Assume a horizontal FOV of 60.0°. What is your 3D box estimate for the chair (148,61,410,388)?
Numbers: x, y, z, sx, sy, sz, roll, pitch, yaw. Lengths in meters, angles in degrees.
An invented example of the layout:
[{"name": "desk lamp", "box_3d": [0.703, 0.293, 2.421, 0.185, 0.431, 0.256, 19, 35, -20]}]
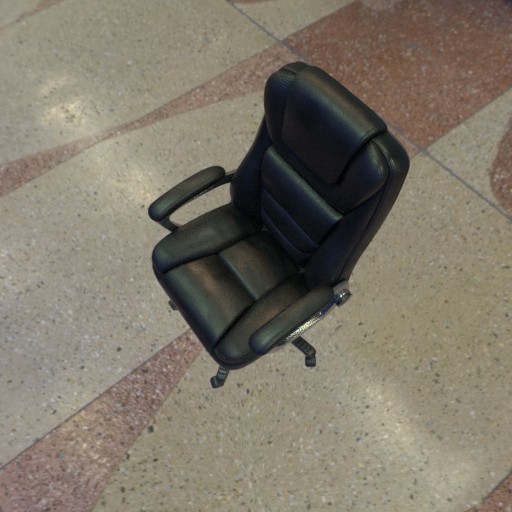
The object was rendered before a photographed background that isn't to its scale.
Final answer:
[{"name": "chair", "box_3d": [0.000, 0.000, 1.511, 0.689, 1.075, 0.697, -34, 67, -16]}]
